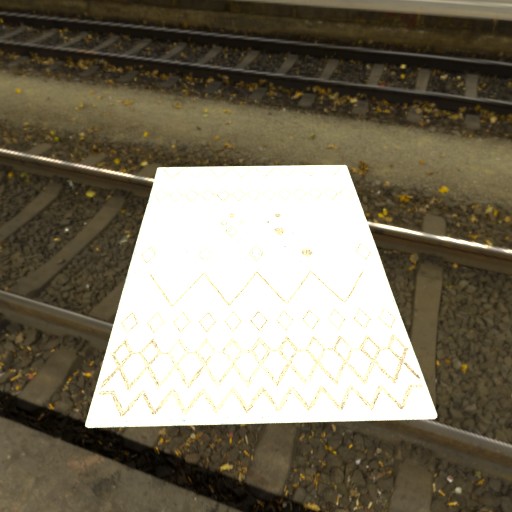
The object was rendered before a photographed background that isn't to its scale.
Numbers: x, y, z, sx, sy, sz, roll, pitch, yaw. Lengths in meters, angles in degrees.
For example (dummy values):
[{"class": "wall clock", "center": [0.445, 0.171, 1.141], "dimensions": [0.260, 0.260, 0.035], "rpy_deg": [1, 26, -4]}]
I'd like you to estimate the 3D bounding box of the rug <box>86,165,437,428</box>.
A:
[{"class": "rug", "center": [0.000, 0.000, 2.267], "dimensions": [1.260, 0.009, 1.820], "rpy_deg": [-1, 41, -1]}]
